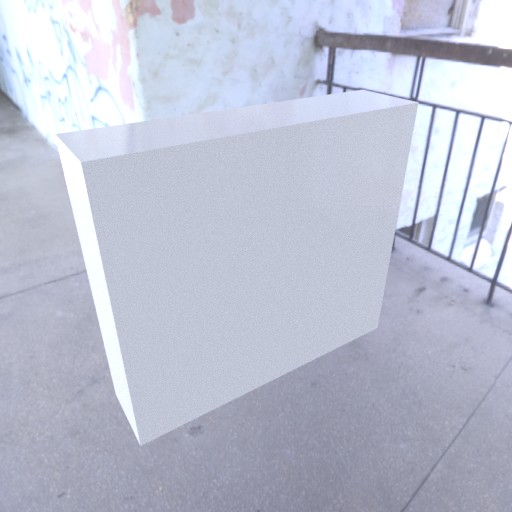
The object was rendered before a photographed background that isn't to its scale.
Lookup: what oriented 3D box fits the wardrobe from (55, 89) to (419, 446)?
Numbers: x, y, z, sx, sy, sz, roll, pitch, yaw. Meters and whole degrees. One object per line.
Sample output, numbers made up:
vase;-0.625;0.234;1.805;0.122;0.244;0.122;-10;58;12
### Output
wardrobe;0.000;0.000;1.927;1.340;1.200;0.360;-18;36;-28
